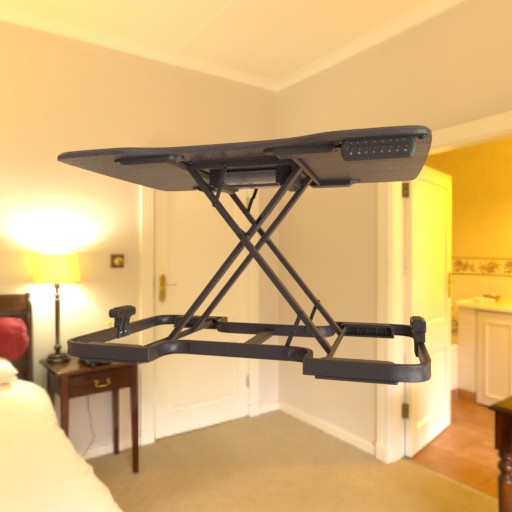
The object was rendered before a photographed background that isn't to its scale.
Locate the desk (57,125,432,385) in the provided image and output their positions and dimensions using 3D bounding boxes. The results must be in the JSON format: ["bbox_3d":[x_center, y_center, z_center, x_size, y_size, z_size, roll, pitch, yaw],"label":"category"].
[{"bbox_3d":[0.000,0.000,1.146,0.820,0.470,0.546,0,0,16],"label":"desk"}]
